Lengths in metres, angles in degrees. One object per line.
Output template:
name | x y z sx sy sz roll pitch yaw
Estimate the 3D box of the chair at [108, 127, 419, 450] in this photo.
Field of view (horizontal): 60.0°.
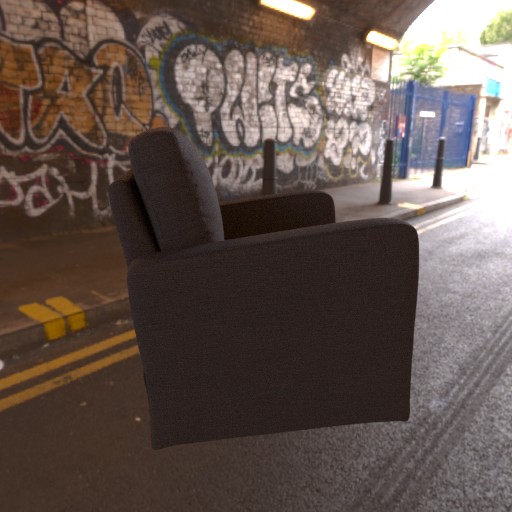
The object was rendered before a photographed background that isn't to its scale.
chair | 0.000 0.000 1.521 0.863 0.855 0.798 -3 15 -10
